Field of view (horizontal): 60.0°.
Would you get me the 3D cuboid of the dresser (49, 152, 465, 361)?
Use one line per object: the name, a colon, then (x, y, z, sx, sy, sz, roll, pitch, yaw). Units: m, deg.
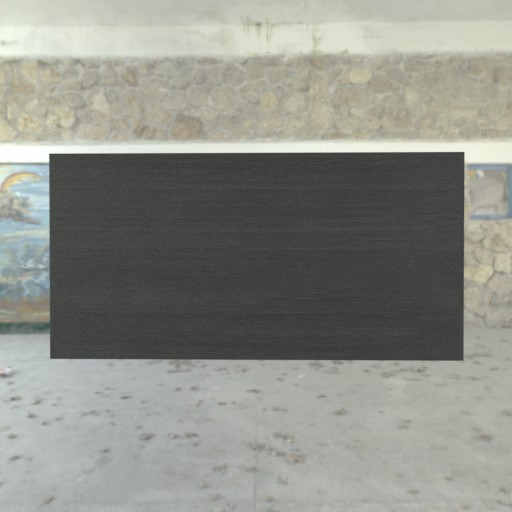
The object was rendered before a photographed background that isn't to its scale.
dresser: (0.000, 0.000, 1.900, 1.590, 0.795, 0.400, 0, 1, 1)
